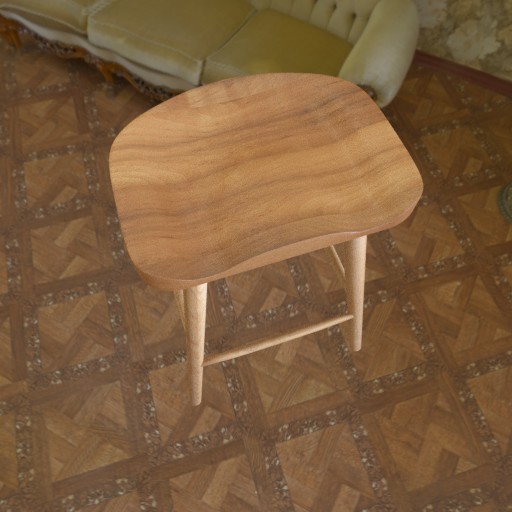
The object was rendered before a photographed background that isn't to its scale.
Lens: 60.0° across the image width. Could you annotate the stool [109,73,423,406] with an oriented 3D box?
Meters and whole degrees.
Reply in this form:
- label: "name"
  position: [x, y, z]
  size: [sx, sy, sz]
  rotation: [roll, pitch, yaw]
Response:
- label: "stool"
  position: [0.000, 0.000, 0.883]
  size: [0.440, 0.615, 0.361]
  rotation: [-16, 63, -9]
